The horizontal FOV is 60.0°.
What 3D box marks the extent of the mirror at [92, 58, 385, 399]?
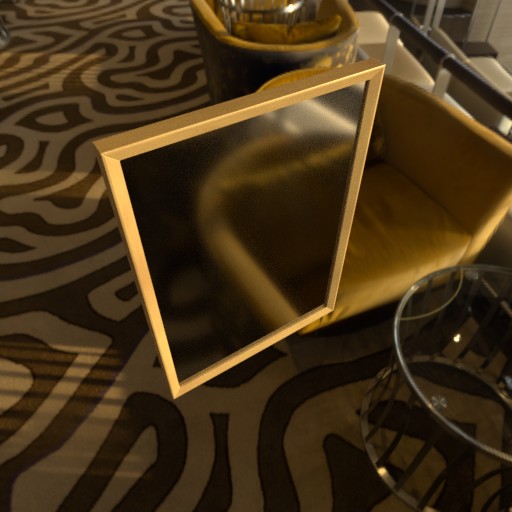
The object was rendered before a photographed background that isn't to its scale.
[{"bbox_3d":[0.000,0.000,0.941,0.507,0.710,0.039,-25,51,-22],"label":"mirror"}]
